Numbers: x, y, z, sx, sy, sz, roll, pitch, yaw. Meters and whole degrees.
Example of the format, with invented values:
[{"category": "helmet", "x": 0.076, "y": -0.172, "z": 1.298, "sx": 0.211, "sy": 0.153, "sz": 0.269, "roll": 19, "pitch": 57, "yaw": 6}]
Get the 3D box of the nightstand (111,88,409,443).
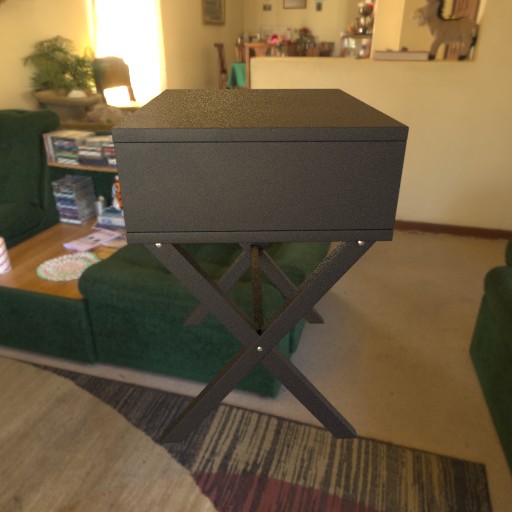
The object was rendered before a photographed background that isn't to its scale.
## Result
[{"category": "nightstand", "x": 0.000, "y": 0.000, "z": 0.947, "sx": 0.402, "sy": 0.623, "sz": 0.479, "roll": -1, "pitch": 26, "yaw": -2}]
